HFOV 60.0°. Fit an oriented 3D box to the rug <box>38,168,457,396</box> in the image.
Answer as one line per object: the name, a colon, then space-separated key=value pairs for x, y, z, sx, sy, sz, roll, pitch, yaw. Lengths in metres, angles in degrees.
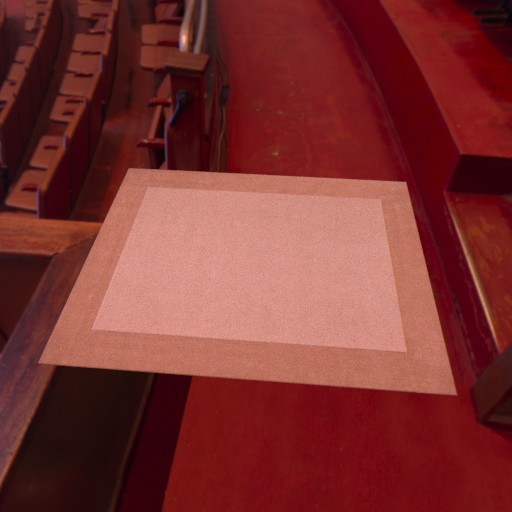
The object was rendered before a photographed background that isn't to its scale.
rug: x=0.000 y=0.000 z=4.033 sx=3.048 sy=0.014 sz=2.438 roll=3 pitch=47 yaw=3
